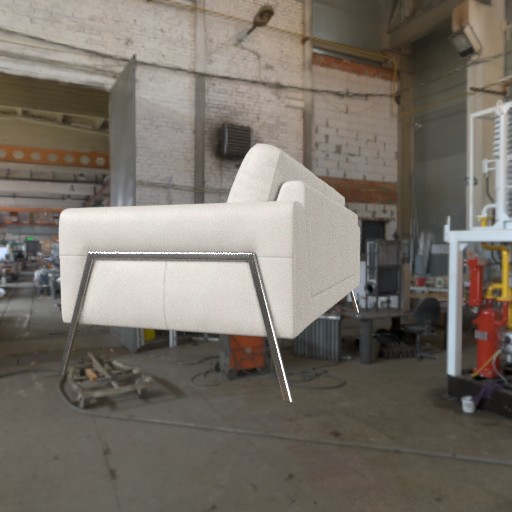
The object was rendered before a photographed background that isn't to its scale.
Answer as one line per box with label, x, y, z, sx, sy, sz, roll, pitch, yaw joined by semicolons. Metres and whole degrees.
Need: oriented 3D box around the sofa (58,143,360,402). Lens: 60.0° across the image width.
sofa;0.000;0.000;2.497;0.953;0.875;2.017;0;1;19
